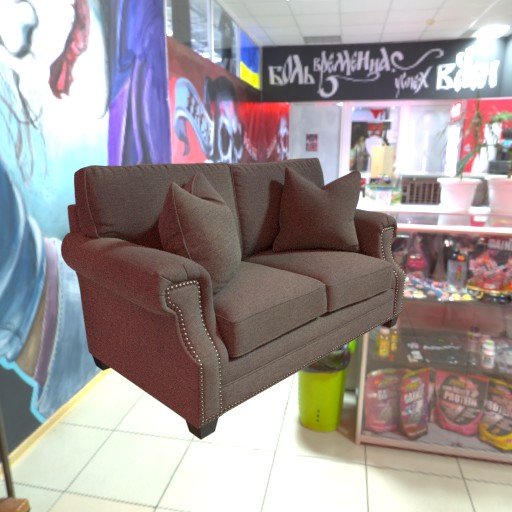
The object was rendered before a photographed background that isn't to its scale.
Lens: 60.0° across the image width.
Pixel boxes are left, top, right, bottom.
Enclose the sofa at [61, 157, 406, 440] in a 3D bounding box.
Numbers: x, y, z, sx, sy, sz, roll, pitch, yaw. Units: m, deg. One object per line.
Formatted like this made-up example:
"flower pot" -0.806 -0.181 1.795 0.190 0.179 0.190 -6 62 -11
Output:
"sofa" 0.000 0.000 2.319 0.966 0.966 1.701 14 20 43
